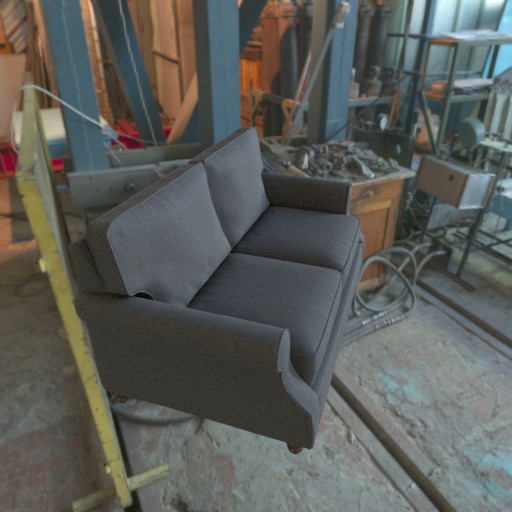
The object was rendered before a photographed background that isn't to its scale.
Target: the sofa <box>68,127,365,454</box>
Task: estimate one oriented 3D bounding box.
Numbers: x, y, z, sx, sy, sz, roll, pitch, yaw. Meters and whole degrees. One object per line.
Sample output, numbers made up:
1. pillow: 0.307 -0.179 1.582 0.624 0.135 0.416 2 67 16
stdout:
1. sofa: 0.000 0.000 2.232 0.964 0.937 1.665 9 31 16
